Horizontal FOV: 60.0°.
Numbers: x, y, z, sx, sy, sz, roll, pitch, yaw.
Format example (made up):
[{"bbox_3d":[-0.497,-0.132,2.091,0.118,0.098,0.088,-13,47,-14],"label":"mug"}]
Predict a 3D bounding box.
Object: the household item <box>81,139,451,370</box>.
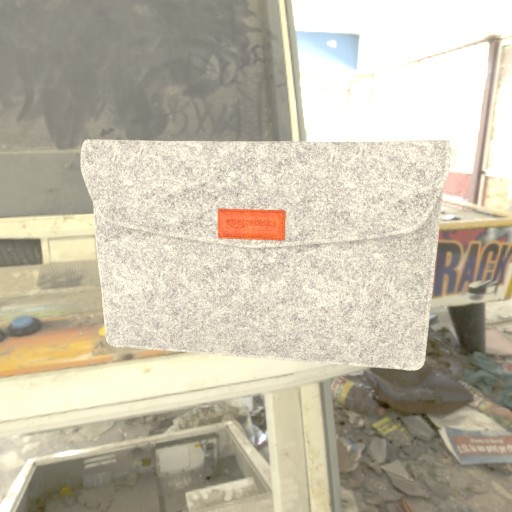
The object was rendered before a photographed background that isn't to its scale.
[{"bbox_3d":[0.000,0.000,0.434,0.335,0.221,0.057,2,15,9],"label":"household item"}]
